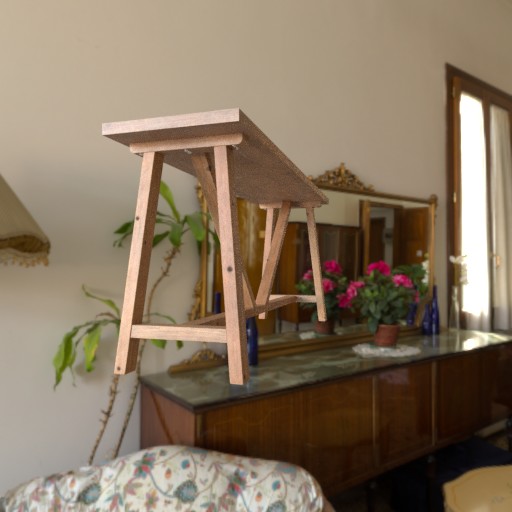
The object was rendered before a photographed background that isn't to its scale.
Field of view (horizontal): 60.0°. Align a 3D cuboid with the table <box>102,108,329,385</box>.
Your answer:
[{"bbox_3d":[0.000,0.000,2.196,0.465,0.810,1.800,0,-1,17],"label":"table"}]
